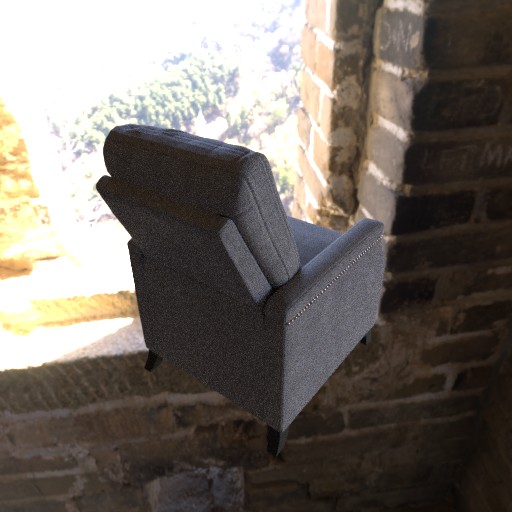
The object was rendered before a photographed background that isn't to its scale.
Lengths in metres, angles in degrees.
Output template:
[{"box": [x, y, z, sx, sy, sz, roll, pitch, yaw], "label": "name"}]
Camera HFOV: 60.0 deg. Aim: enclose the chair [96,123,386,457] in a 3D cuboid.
[{"box": [0.000, 0.000, 1.663, 0.710, 1.049, 0.922, 21, 37, 32], "label": "chair"}]
